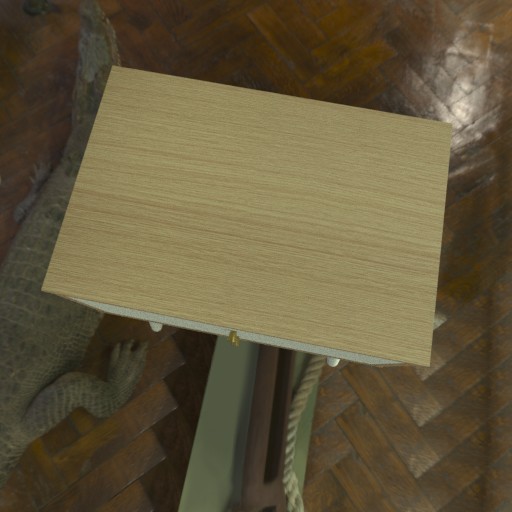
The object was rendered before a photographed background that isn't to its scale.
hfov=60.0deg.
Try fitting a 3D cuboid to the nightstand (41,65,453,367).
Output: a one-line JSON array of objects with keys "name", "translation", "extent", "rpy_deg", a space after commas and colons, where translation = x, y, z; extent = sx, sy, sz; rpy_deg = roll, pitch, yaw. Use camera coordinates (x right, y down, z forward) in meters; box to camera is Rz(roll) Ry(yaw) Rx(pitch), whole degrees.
[{"name": "nightstand", "translation": [0.000, 0.000, 0.979], "extent": [0.571, 0.610, 0.407], "rpy_deg": [11, 76, 3]}]
